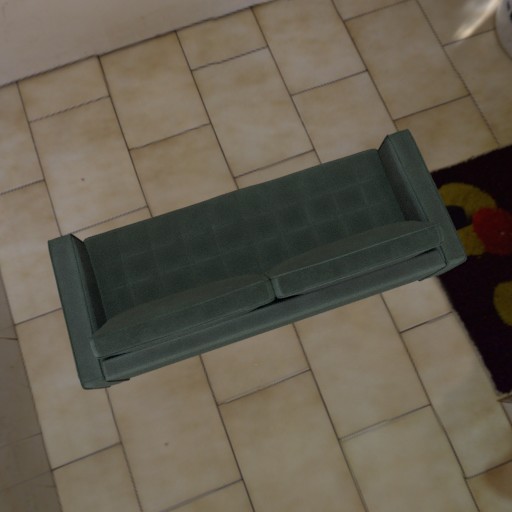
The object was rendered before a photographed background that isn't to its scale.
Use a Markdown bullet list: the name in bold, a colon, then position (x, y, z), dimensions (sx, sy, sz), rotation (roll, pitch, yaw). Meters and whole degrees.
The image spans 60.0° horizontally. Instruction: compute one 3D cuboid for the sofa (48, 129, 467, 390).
- **sofa**: position (0.000, 0.000, 2.639), dimensions (2.214, 0.781, 0.886), rotation (-18, 77, -4)
